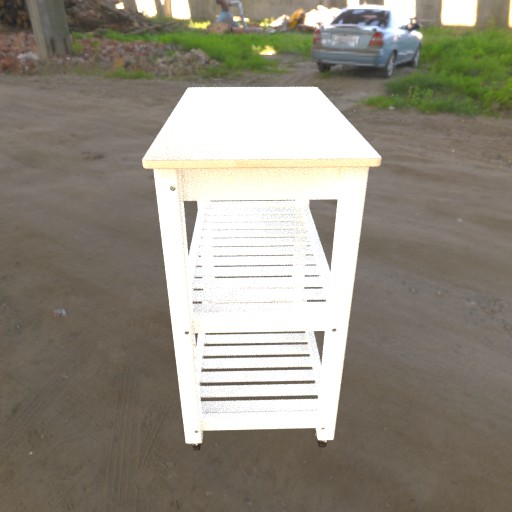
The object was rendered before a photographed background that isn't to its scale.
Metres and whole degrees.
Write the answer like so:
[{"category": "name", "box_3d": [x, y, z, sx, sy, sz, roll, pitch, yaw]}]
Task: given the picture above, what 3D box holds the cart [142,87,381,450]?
[{"category": "cart", "box_3d": [0.000, 0.000, 1.454, 0.457, 0.927, 0.899, -1, 30, -1]}]
